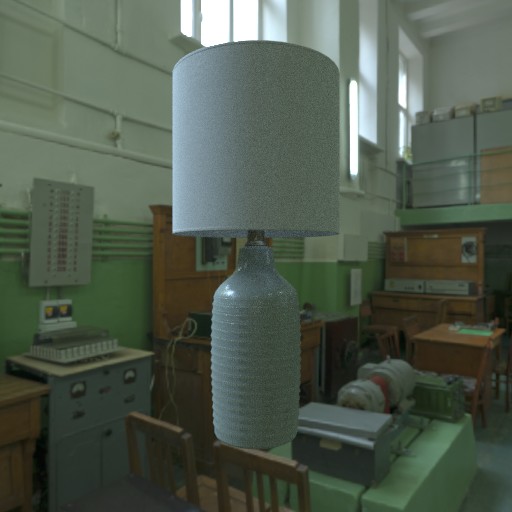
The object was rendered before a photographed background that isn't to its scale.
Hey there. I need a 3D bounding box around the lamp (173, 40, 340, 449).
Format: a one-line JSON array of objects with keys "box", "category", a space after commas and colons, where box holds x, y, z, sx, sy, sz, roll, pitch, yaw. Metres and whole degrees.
[{"box": [0.000, 0.000, 0.597, 0.220, 0.475, 0.220, 0, 0, 35], "category": "lamp"}]
